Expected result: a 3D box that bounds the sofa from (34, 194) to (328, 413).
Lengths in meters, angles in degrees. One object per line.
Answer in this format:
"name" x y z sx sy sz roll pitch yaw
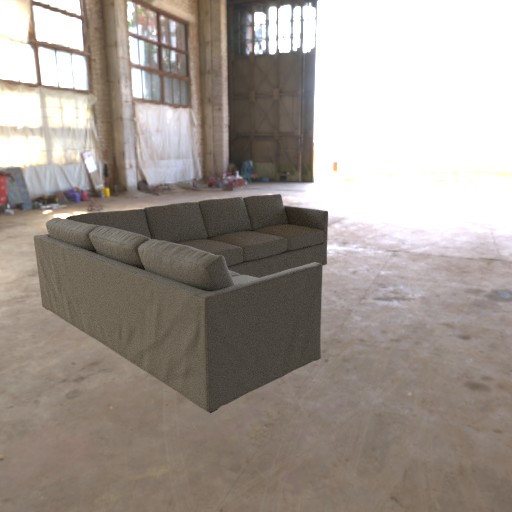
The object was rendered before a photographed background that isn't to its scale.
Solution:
"sofa" 0.000 0.000 4.240 2.432 0.871 3.182 13 19 43
